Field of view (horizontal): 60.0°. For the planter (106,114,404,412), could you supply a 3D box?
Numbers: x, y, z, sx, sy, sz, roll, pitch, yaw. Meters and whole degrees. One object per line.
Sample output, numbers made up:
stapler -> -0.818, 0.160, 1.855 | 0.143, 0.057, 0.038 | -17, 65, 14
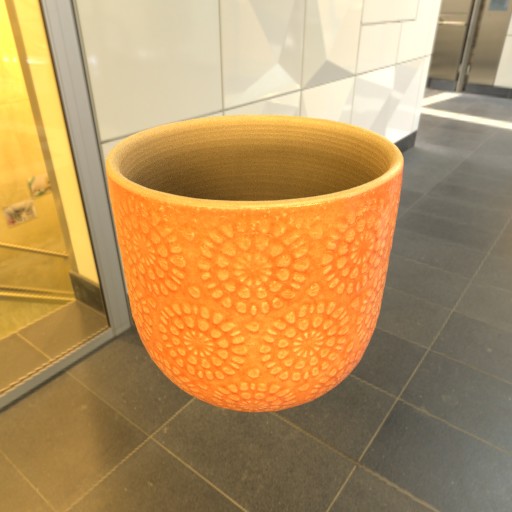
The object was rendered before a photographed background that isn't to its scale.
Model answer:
planter -> 0.000, 0.000, 0.289 | 0.170, 0.152, 0.170 | 0, 30, 0
